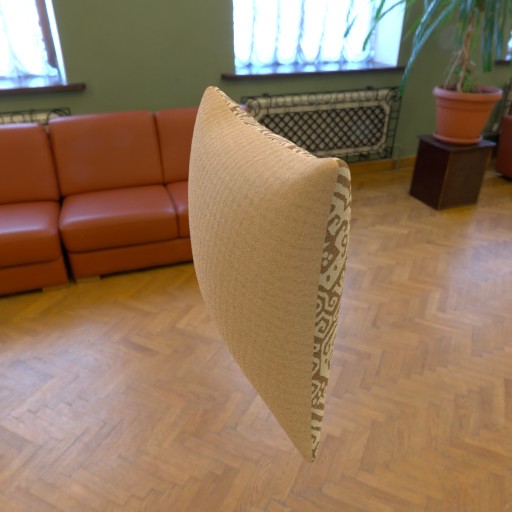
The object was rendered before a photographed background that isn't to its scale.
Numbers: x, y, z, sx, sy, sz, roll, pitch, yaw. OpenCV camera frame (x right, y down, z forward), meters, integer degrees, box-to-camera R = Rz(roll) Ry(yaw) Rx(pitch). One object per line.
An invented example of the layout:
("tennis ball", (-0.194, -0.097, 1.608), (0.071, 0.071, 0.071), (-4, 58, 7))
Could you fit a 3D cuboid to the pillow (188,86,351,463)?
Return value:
("pillow", (0.000, 0.000, 0.646), (0.173, 0.407, 0.419), (-11, 32, -18))
